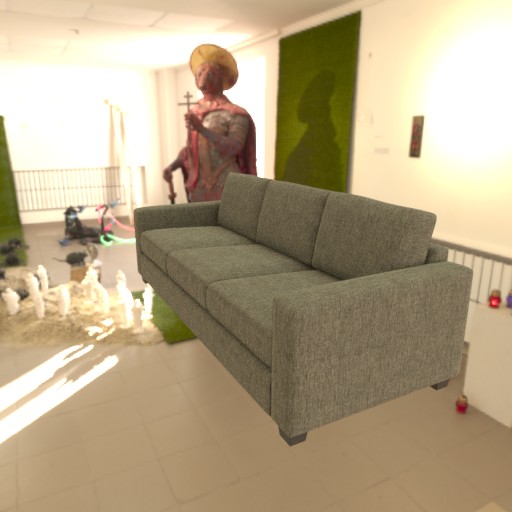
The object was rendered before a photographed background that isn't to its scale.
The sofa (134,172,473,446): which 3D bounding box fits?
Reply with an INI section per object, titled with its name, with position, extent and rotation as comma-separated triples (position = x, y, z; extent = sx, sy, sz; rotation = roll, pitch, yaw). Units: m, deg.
[sofa]
position = 0.000, 0.000, 2.559
extent = 0.900, 0.800, 2.160
rotation = -8, 18, -27
